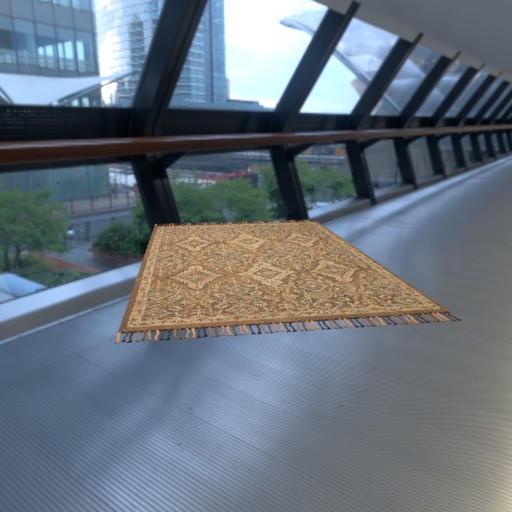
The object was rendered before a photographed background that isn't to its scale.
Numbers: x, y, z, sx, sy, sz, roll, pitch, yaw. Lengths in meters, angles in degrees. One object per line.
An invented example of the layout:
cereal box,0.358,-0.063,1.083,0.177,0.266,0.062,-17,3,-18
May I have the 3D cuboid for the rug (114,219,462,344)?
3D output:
rug,0.000,0.000,3.041,1.516,0.010,2.434,-2,16,-8
